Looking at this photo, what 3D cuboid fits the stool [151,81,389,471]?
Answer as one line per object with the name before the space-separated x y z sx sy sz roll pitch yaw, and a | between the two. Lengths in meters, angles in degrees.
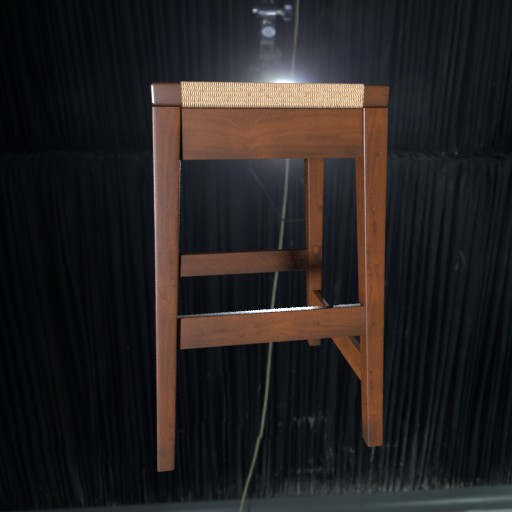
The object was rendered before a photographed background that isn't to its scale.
stool | 0.000 0.000 1.087 0.497 0.762 0.507 -3 17 -9
